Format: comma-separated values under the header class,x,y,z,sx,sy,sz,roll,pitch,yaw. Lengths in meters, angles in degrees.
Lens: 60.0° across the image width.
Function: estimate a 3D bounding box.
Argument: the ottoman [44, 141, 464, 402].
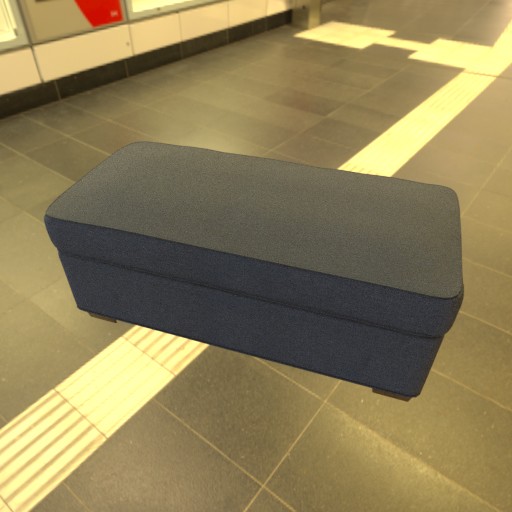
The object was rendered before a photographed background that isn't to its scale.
class,x,y,z,sx,sy,sz,roll,pitch,yaw
ottoman,0.000,0.000,1.383,1.110,0.460,0.515,12,41,14
